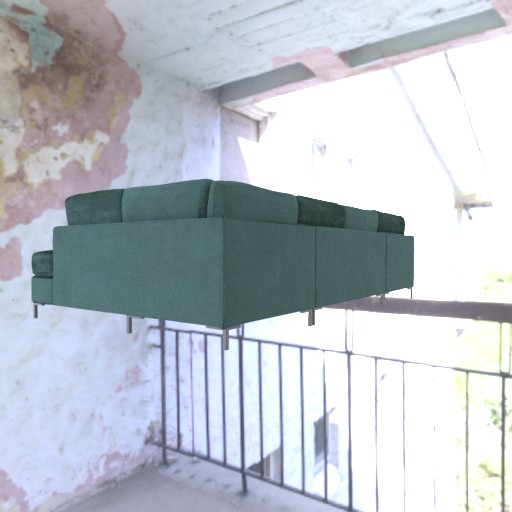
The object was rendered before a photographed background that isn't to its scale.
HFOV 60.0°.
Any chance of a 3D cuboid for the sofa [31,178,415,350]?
[{"bbox_3d":[0.000,0.000,4.358,2.055,0.992,3.434,0,1,36],"label":"sofa"}]
